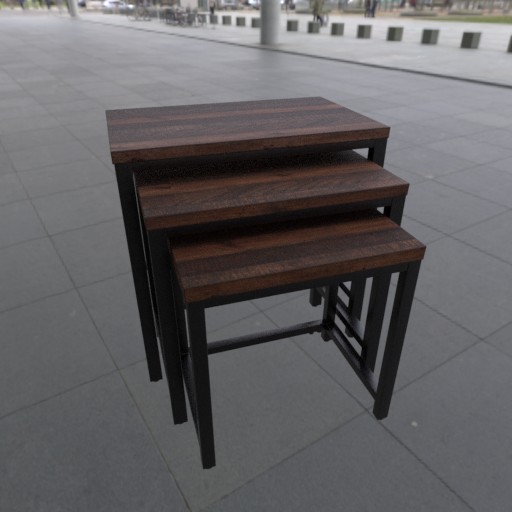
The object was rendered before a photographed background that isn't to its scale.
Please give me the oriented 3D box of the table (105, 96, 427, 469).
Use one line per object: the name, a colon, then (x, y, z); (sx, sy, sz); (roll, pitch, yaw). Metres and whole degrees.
table: (0.000, 0.000, 1.111); (0.608, 0.616, 0.660); (-9, 31, -15)
